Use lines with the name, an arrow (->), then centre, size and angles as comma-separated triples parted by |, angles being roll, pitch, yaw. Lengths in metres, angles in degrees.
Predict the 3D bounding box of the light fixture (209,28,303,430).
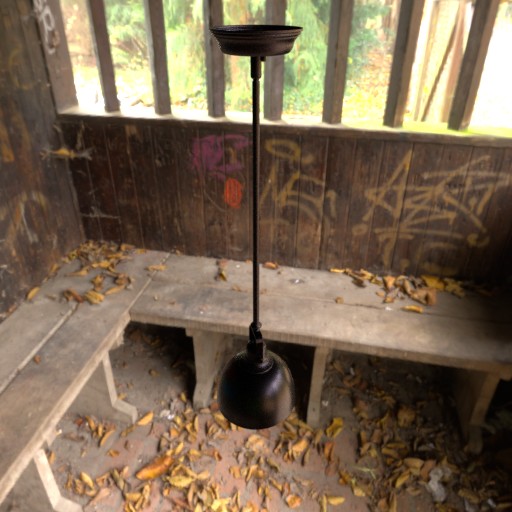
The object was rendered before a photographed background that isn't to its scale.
light fixture -> 0.000, 0.000, 0.837 | 0.182, 0.768, 0.182 | -9, 32, -14
